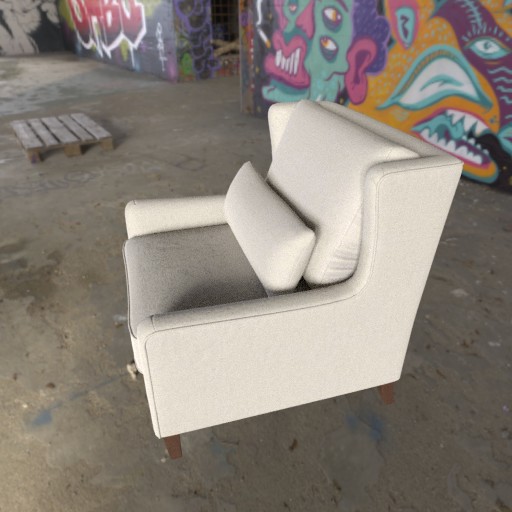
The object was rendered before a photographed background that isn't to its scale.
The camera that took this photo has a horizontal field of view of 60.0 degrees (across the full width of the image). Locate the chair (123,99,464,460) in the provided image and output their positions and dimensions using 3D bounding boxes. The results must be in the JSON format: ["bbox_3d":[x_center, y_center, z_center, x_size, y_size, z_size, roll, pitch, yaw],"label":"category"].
[{"bbox_3d":[0.000,0.000,1.798,1.040,1.056,0.982,-8,31,-14],"label":"chair"}]
